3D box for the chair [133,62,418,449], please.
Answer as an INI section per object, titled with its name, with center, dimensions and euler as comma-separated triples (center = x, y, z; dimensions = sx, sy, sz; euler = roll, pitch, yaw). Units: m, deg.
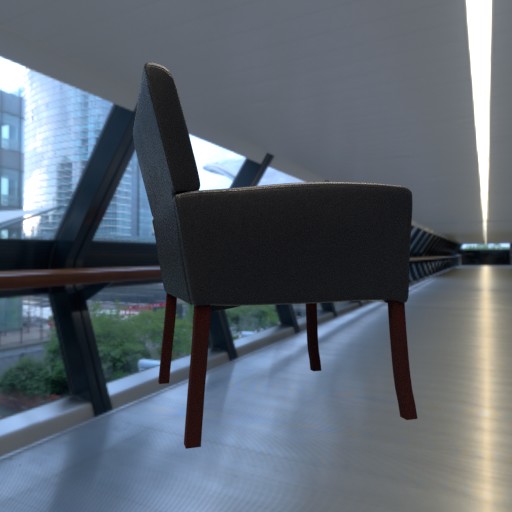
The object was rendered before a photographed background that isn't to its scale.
[chair]
center = 0.000, 0.000, 1.482
dimensions = 0.772, 0.951, 0.683
euler = 0, -1, -18
